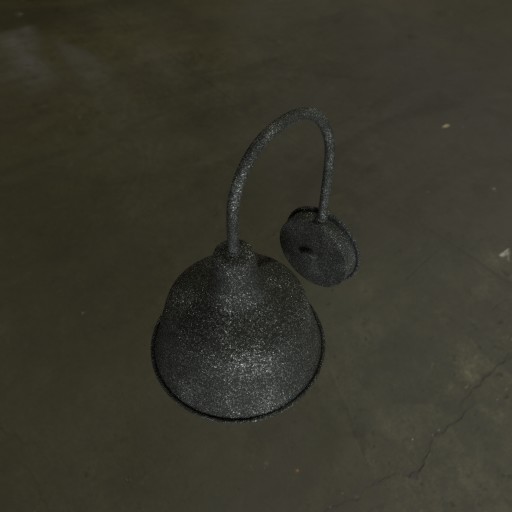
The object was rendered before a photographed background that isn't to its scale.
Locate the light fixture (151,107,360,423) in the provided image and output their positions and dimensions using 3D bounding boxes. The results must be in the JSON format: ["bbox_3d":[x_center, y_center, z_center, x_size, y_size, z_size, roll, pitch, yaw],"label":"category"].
[{"bbox_3d":[0.000,0.000,0.482,0.216,0.300,0.283,32,54,27],"label":"light fixture"}]
